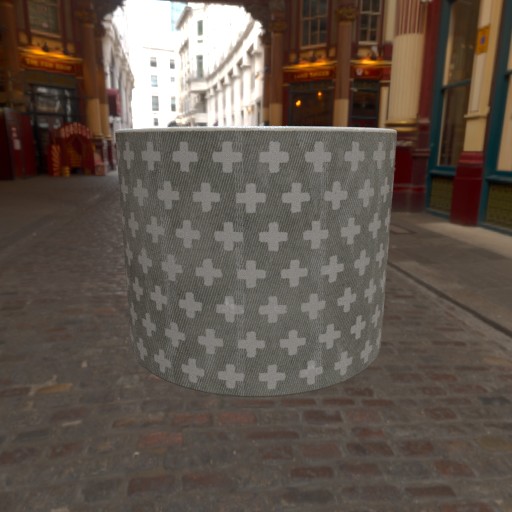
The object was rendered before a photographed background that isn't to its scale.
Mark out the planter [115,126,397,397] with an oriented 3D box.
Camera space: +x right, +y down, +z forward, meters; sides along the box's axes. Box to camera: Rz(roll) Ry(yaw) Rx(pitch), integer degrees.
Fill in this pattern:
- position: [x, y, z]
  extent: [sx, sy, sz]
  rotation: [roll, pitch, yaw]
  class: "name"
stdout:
- position: [0.000, 0.000, 0.440]
  extent: [0.250, 0.239, 0.250]
  rotation: [0, 14, 0]
  class: "planter"
